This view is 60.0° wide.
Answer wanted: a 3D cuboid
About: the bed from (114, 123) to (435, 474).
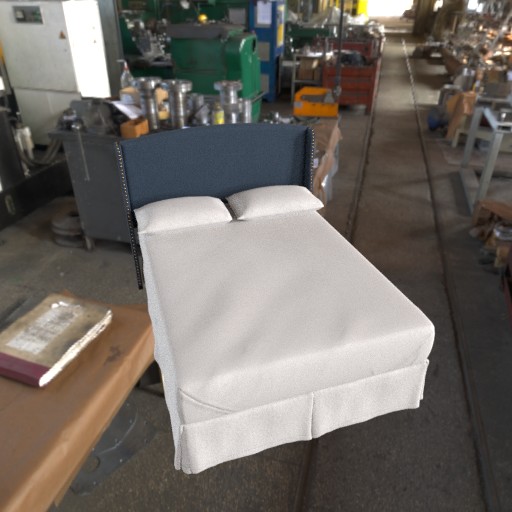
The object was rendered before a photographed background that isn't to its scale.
[{"bbox_3d":[0.000,0.000,3.265,1.710,1.407,2.237,-10,32,-16],"label":"bed"}]
